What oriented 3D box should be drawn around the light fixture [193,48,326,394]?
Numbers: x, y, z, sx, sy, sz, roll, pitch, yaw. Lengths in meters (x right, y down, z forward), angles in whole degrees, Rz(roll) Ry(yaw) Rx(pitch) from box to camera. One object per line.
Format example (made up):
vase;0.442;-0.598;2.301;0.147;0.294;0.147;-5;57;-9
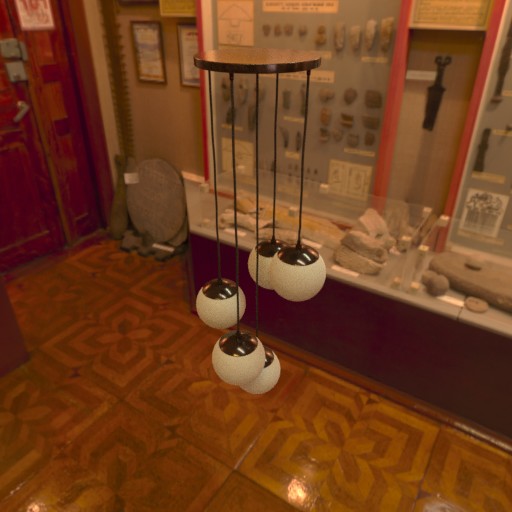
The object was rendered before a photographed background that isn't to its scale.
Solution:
light fixture;0.000;0.000;1.528;0.489;1.271;0.484;20;36;29
